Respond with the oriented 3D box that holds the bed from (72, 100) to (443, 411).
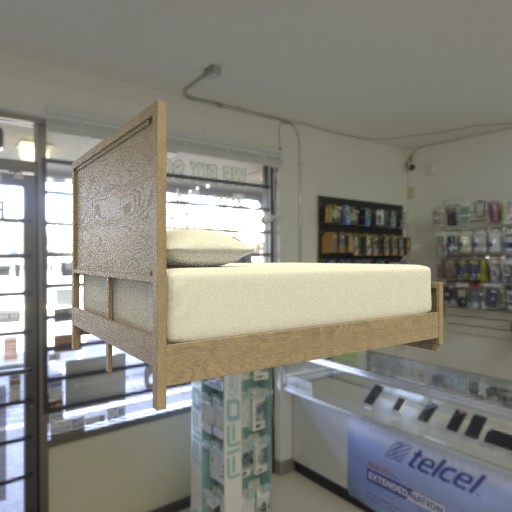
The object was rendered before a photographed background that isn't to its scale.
[{"bbox_3d":[0.000,0.000,3.238,2.189,1.369,1.606,0,0,-35],"label":"bed"}]
